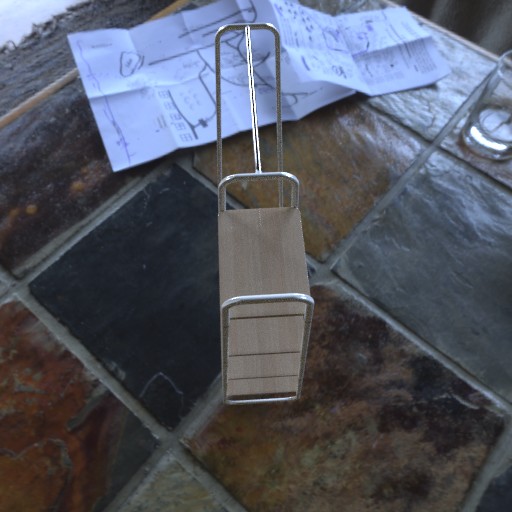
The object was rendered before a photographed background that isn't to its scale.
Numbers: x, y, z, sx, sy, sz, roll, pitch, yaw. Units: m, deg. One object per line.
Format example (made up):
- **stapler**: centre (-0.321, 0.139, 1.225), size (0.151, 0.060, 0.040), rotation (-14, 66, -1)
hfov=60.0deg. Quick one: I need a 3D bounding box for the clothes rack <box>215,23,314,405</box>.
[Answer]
- **clothes rack**: centre (0.000, 0.000, 1.935), size (0.400, 1.500, 1.011), rotation (-3, 63, -2)
